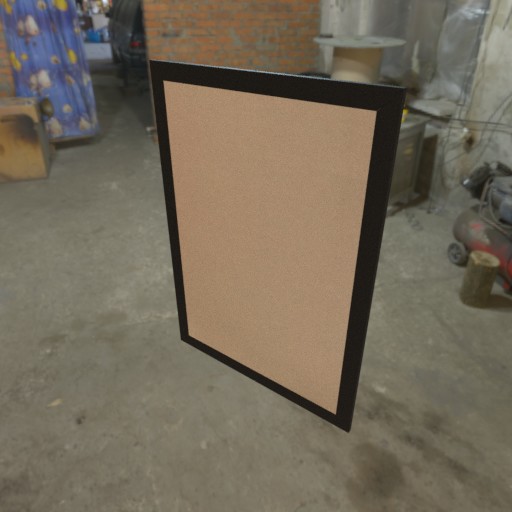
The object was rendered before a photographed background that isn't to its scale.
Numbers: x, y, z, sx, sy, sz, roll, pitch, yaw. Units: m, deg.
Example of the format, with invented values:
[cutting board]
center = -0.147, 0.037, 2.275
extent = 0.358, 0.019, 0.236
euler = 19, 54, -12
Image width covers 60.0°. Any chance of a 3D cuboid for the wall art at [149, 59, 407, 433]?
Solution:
[wall art]
center = 0.000, 0.000, 0.682
extent = 0.379, 0.530, 0.008
euler = 21, 36, 31
